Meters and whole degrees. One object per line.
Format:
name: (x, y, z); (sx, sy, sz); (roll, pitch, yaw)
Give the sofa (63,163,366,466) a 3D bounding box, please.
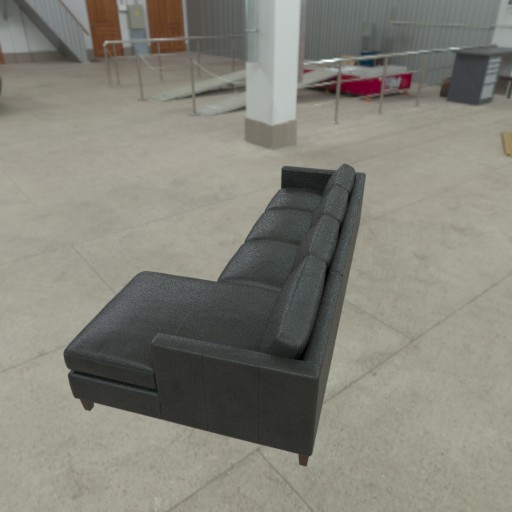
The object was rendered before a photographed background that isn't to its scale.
sofa: (0.000, 0.000, 3.854); (1.581, 0.883, 3.203); (8, 31, 14)
